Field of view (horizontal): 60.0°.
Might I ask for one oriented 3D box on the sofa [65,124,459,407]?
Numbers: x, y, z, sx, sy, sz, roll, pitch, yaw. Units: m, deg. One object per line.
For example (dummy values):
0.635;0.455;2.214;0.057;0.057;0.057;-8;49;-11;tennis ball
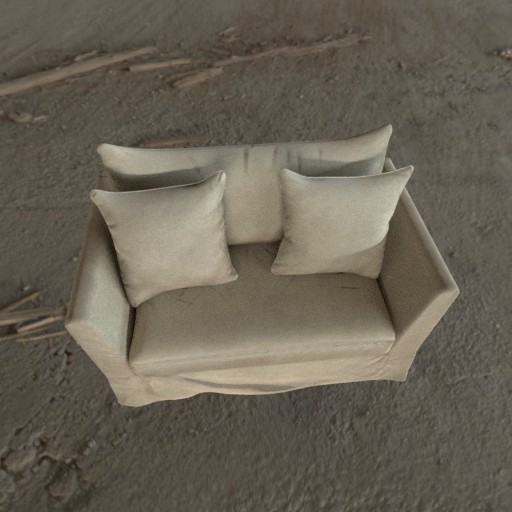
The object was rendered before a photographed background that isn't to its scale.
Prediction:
0.000;0.000;2.254;1.608;1.040;1.035;-4;47;-4;sofa
